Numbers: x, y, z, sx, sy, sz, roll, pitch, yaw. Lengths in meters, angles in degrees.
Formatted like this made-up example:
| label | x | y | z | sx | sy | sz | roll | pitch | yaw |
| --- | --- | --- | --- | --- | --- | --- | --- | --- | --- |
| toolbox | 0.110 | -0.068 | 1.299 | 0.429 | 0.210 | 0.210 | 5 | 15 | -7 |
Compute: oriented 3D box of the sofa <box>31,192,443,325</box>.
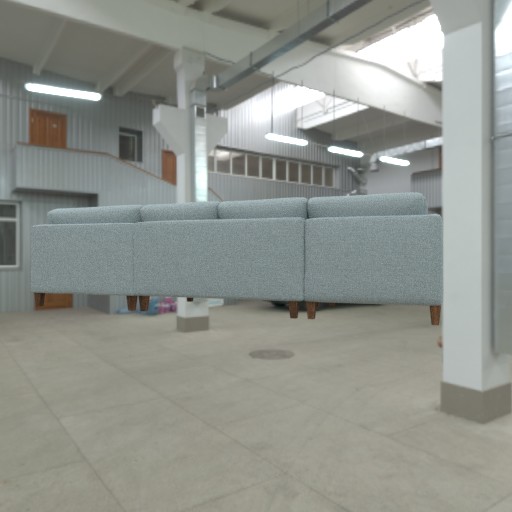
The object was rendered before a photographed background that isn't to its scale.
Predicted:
| label | x | y | z | sx | sy | sz | roll | pitch | yaw |
| --- | --- | --- | --- | --- | --- | --- | --- | --- | --- |
| sofa | 0.000 | 0.000 | 4.539 | 3.403 | 0.889 | 2.551 | 0 | 0 | 19 |
